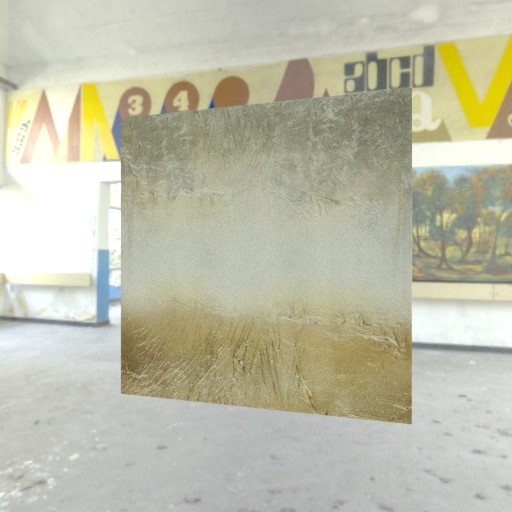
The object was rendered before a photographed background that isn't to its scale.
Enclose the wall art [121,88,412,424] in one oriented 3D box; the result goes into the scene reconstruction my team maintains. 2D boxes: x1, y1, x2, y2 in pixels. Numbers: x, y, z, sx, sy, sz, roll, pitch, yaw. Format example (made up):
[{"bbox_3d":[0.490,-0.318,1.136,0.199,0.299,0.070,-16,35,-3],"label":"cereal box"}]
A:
[{"bbox_3d":[0.000,0.000,0.613,0.405,0.407,0.038,0,0,17],"label":"wall art"}]
